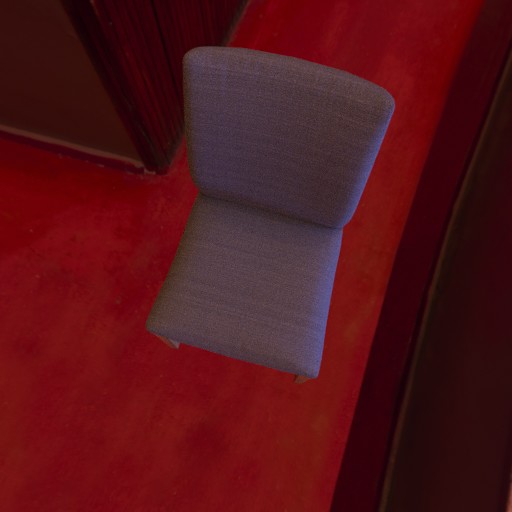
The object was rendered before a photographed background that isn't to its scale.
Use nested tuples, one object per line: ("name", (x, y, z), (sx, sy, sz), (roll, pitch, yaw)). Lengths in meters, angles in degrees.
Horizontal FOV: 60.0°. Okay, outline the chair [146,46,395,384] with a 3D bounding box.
("chair", (0.000, 0.000, 1.248), (0.496, 0.940, 0.585), (15, 75, 4))
